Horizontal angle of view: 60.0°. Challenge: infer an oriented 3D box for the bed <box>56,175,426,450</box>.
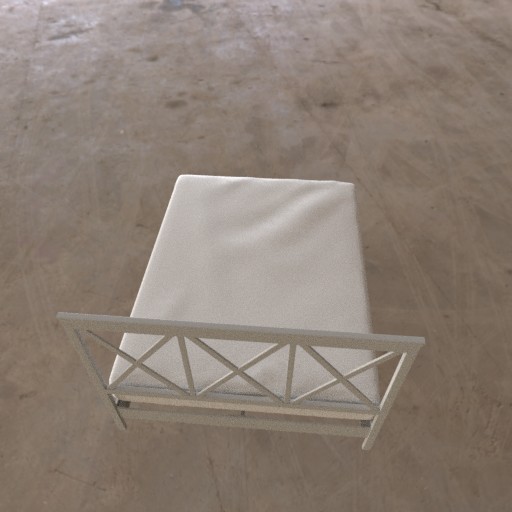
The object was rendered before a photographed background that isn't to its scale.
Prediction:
[{"bbox_3d":[0.000,0.000,3.178,1.673,1.253,2.135,3,46,3],"label":"bed"}]
